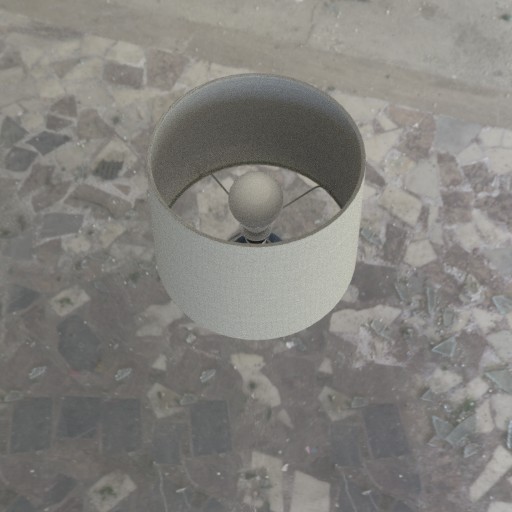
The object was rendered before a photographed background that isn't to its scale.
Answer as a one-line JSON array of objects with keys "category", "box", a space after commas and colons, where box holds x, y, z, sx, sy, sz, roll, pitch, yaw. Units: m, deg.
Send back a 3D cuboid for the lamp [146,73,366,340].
[{"category": "lamp", "box": [0.000, 0.000, 0.594, 0.253, 0.428, 0.253, 0, 63, 0]}]
